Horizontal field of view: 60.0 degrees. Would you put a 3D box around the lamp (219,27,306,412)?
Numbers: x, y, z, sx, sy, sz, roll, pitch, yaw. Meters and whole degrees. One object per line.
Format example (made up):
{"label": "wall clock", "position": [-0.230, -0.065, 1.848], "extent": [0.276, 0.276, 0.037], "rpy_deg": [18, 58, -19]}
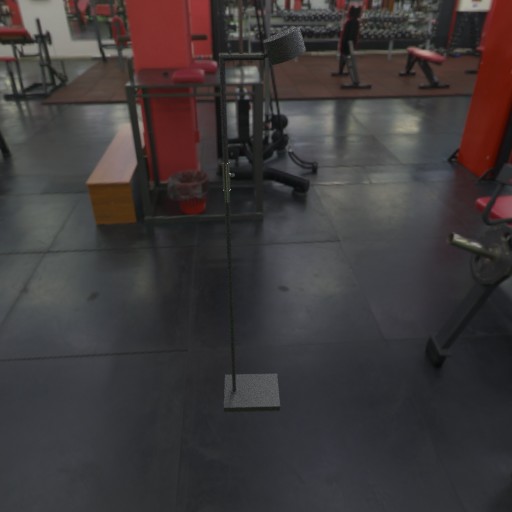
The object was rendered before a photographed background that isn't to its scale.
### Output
{"label": "lamp", "position": [0.000, 0.000, 1.738], "extent": [0.304, 1.600, 0.203], "rpy_deg": [-1, 32, -1]}
